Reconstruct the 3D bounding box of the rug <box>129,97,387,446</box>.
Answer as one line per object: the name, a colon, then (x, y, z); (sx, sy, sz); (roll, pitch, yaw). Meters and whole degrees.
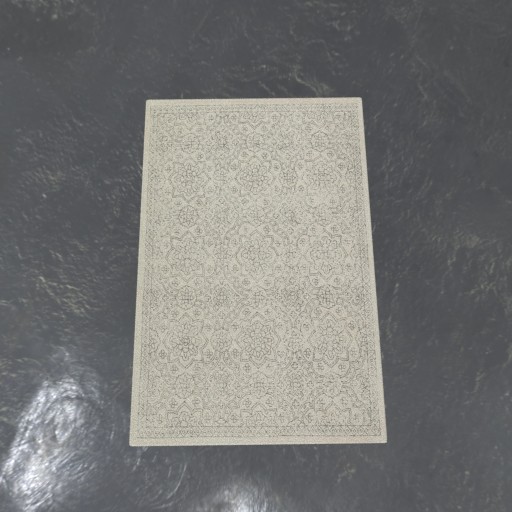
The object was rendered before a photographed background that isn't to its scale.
rug: (0.000, 0.000, 2.877); (1.524, 0.011, 2.286); (-1, 77, 0)
